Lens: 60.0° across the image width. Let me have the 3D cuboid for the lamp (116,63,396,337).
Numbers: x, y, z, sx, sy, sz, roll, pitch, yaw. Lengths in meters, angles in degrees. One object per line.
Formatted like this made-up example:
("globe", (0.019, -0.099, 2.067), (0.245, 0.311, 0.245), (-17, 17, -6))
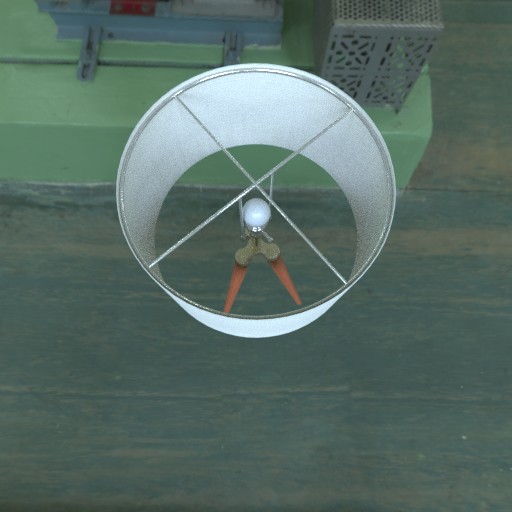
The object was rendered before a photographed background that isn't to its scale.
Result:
("lamp", (0.000, 0.000, 0.905), (0.355, 0.709, 0.354), (0, 74, 0))
